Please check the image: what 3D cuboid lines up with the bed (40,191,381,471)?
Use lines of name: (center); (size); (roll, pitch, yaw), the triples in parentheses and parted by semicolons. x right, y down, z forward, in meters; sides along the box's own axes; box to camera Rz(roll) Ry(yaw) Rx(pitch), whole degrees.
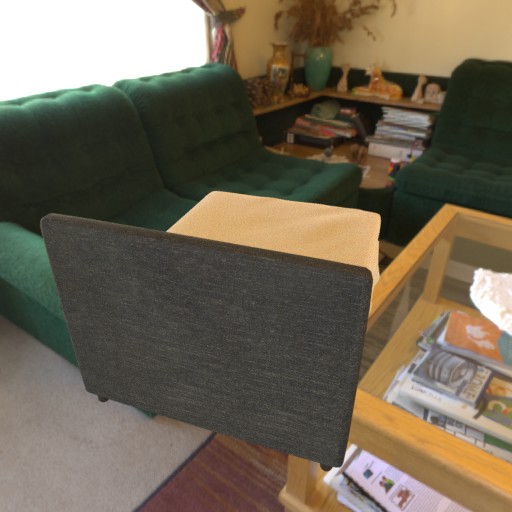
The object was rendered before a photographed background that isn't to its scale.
bed: (0.000, 0.000, 3.174); (1.723, 1.330, 2.142); (10, 32, 16)
